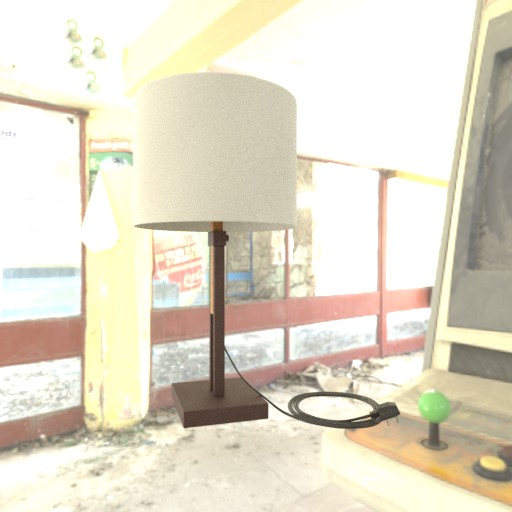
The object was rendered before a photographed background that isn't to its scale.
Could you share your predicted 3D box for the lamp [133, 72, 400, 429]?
[{"bbox_3d":[0.000,0.000,0.987,0.525,0.668,0.396,0,0,-17],"label":"lamp"}]
